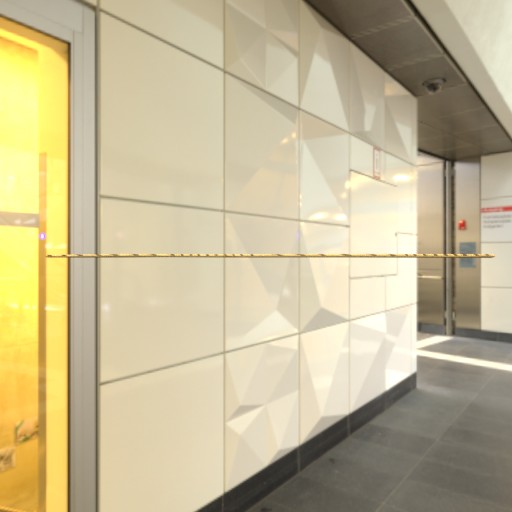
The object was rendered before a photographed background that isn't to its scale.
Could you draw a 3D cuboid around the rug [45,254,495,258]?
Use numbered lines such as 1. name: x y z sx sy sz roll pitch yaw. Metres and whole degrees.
1. rug: 0.000 0.000 2.667 2.439 0.020 0.773 0 0 18
